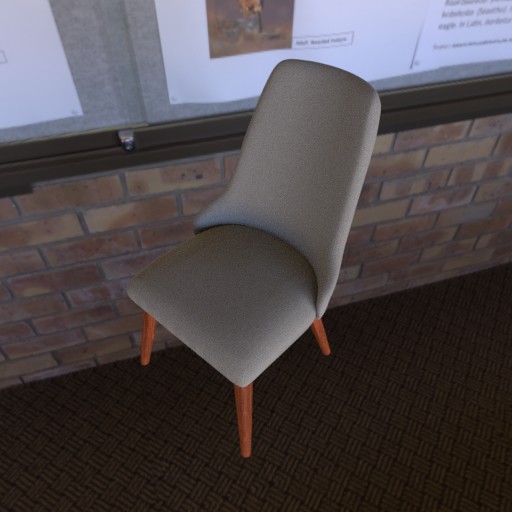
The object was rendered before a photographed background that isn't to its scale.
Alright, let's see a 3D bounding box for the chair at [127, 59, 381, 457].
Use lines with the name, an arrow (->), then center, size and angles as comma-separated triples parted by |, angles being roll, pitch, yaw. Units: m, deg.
chair -> 0.000, 0.000, 1.346 | 0.535, 0.918, 0.707 | 33, 55, 27
